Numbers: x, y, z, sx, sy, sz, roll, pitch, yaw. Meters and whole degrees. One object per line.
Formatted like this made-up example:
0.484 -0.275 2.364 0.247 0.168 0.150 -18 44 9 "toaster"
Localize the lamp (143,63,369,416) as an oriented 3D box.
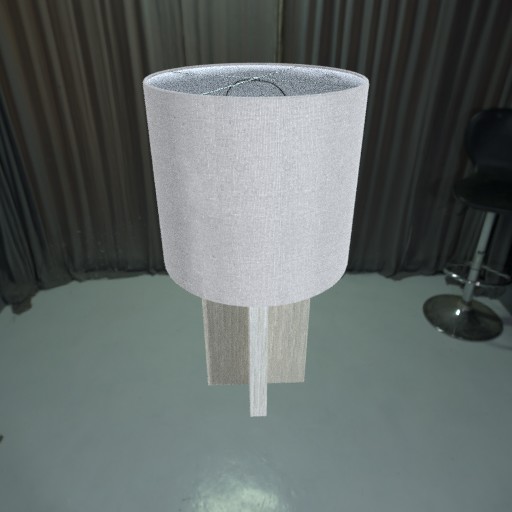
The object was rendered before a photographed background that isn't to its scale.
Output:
0.000 0.000 0.565 0.229 0.428 0.229 -1 30 -2 "lamp"
